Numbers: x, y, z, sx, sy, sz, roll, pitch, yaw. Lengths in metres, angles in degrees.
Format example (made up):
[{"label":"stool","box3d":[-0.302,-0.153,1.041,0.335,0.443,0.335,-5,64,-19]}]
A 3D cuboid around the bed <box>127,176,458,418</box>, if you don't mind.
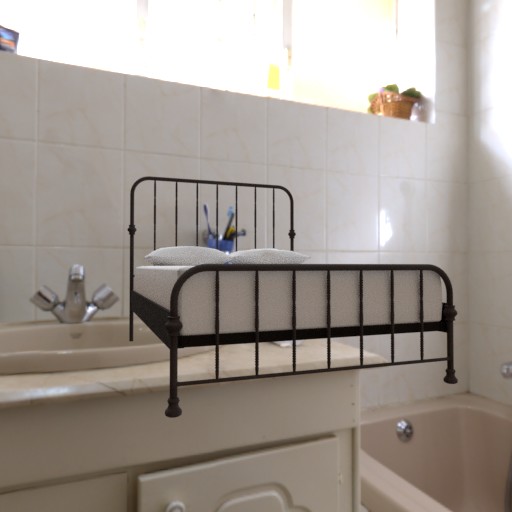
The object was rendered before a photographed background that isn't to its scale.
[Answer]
[{"label":"bed","box3d":[0.000,0.000,3.172,1.616,1.446,2.134,0,-1,-21]}]
